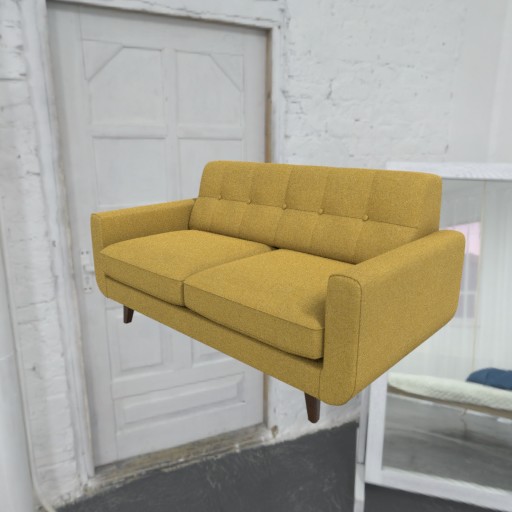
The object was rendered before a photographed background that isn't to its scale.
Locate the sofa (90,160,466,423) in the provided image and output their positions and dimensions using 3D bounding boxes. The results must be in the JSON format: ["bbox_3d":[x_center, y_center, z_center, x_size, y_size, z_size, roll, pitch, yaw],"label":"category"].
[{"bbox_3d":[0.000,0.000,2.145,1.631,0.841,0.909,14,21,41],"label":"sofa"}]
